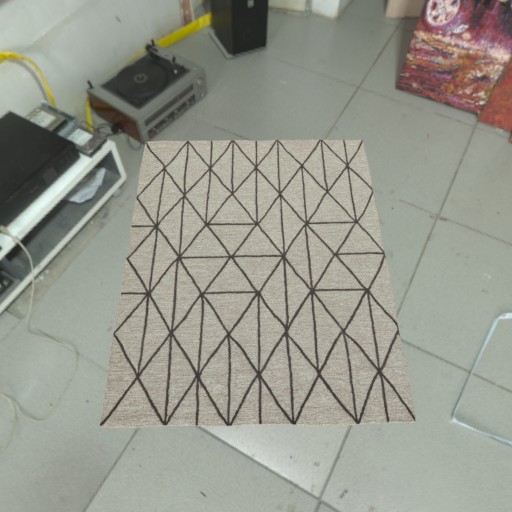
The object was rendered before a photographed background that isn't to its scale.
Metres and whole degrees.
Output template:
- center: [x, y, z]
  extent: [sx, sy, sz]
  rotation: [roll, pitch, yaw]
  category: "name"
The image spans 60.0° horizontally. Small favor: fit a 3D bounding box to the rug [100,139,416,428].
- center: [0.000, 0.000, 4.202]
  extent: [2.468, 0.022, 3.061]
  rotation: [-1, 59, 0]
  category: "rug"
